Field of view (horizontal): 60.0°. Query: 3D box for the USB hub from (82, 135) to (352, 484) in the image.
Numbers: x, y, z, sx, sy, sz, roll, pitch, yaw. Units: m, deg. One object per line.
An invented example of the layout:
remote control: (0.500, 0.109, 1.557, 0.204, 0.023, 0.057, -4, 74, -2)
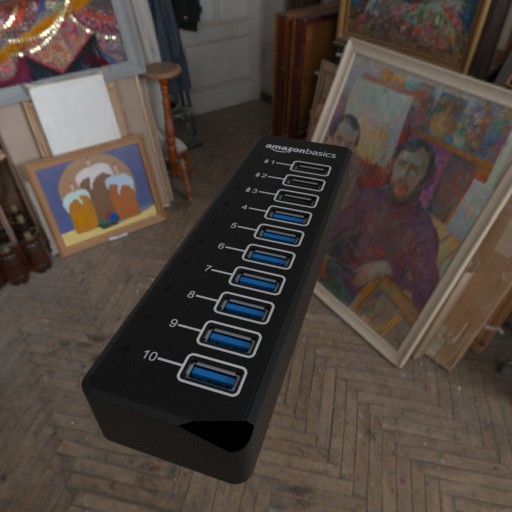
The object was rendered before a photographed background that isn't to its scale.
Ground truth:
USB hub: (0.000, 0.000, 0.160, 0.044, 0.023, 0.145, 12, 43, 14)
